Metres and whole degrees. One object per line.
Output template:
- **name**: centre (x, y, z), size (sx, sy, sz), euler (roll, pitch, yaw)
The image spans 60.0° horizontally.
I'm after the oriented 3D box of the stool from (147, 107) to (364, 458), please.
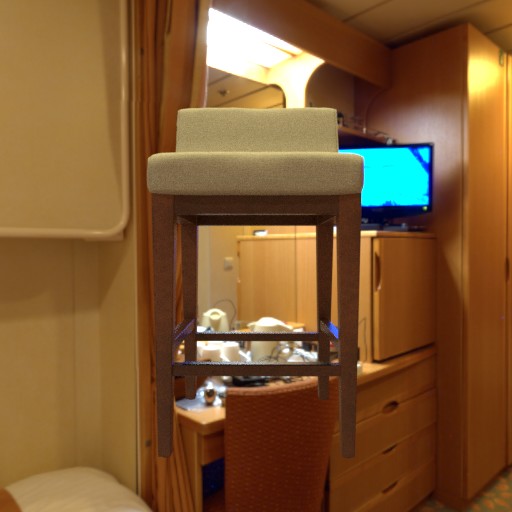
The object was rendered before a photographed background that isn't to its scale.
- **stool**: centre (0.000, 0.000, 1.246), size (0.511, 0.937, 0.500), euler (0, 1, 0)
